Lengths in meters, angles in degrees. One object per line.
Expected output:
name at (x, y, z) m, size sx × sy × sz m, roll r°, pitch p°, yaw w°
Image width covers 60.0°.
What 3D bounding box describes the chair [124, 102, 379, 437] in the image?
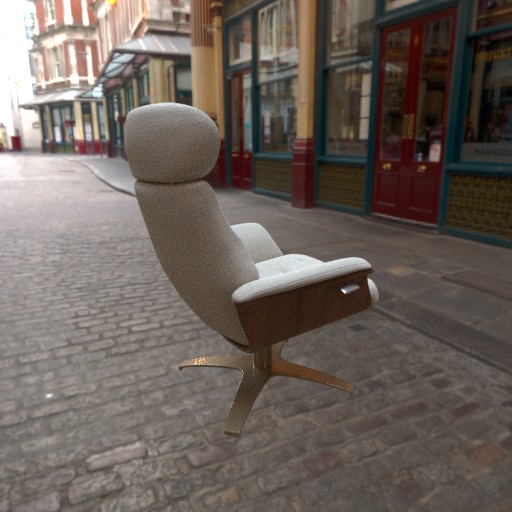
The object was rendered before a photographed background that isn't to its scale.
chair at (0.000, 0.000, 1.584) m, size 0.837 × 0.995 × 0.785 m, roll -7°, pitch 16°, yaw -27°
